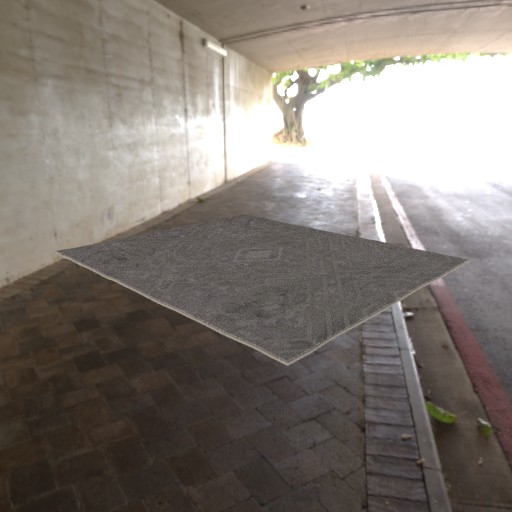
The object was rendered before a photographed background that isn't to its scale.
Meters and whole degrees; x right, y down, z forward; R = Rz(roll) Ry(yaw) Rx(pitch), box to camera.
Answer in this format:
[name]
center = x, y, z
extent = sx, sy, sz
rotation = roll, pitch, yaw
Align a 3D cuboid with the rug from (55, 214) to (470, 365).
[rug]
center = 0.000, 0.000, 0.895
extent = 0.639, 0.006, 0.548
rotation = 16, 23, 42
